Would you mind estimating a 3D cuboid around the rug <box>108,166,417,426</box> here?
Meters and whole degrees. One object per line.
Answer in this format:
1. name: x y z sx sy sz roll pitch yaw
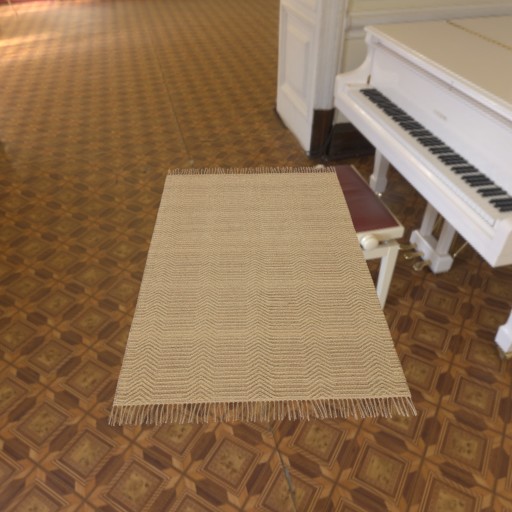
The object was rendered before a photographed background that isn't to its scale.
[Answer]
1. rug: 0.000 0.000 2.505 1.224 0.027 2.021 -1 40 -1
